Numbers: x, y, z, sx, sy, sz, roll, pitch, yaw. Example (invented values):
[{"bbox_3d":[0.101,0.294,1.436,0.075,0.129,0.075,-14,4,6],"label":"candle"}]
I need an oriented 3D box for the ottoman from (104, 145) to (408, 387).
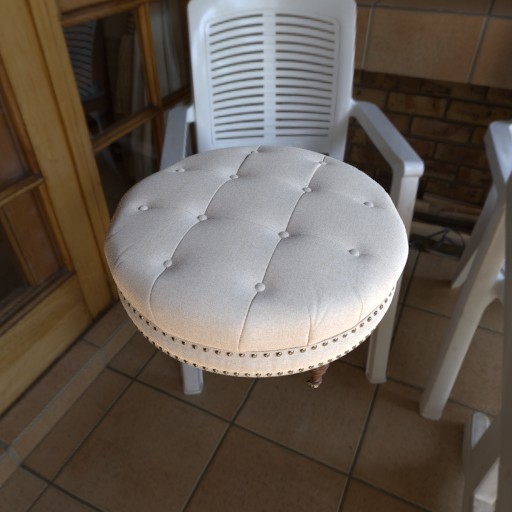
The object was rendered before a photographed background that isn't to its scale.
[{"bbox_3d":[0.000,0.000,1.498,0.940,0.483,0.940,0,39,0],"label":"ottoman"}]
